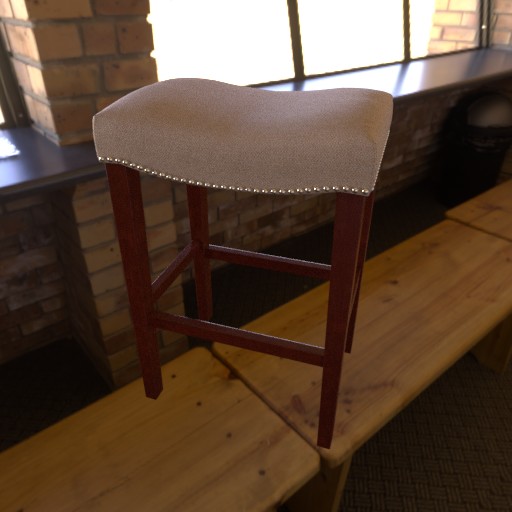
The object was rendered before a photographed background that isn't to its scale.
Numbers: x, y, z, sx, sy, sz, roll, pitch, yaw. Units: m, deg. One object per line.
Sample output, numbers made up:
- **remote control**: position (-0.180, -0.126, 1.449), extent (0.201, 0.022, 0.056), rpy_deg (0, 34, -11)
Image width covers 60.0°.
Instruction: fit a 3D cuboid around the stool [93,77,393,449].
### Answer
- **stool**: position (0.000, 0.000, 1.035), extent (0.504, 0.742, 0.372), rpy_deg (10, 33, 16)
